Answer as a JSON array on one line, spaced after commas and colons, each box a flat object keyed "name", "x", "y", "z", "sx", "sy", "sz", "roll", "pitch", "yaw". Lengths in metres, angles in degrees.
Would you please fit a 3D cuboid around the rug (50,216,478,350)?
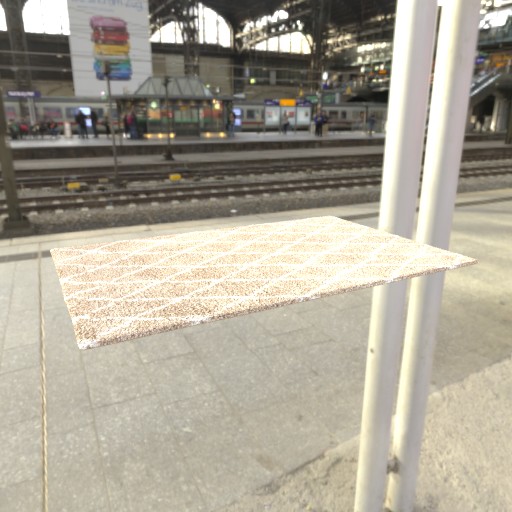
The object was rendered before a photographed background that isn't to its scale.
[{"name": "rug", "x": 0.000, "y": 0.000, "z": 3.365, "sx": 2.743, "sy": 0.030, "sz": 1.778, "roll": -9, "pitch": 19, "yaw": -27}]
